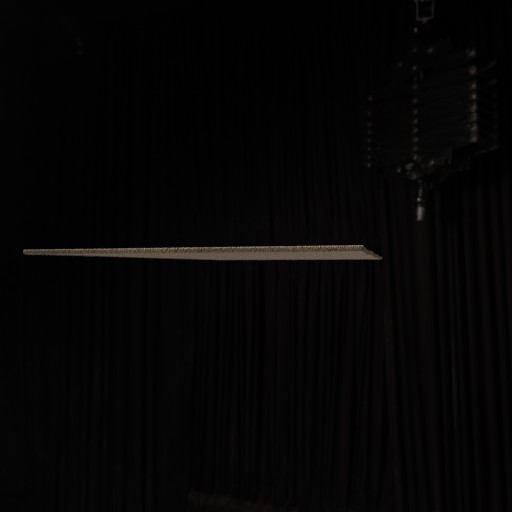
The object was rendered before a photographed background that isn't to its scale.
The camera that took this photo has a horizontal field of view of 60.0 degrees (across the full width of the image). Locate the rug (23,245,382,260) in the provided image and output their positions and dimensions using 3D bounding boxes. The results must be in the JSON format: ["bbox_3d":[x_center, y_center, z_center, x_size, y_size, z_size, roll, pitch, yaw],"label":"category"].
[{"bbox_3d":[0.000,0.000,3.423,1.800,0.025,2.699,0,-1,17],"label":"rug"}]
